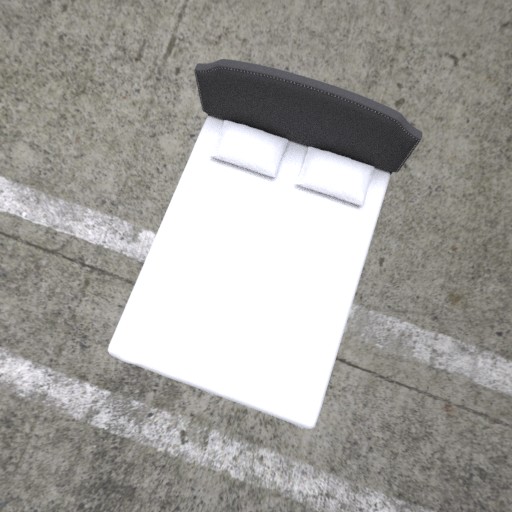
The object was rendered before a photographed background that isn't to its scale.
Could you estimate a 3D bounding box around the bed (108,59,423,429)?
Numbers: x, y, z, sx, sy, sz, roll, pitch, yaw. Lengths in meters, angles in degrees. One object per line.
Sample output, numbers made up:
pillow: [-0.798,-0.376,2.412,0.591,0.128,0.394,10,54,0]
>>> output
bed: [0.000,0.000,3.030,1.558,1.270,1.999,19,76,5]
